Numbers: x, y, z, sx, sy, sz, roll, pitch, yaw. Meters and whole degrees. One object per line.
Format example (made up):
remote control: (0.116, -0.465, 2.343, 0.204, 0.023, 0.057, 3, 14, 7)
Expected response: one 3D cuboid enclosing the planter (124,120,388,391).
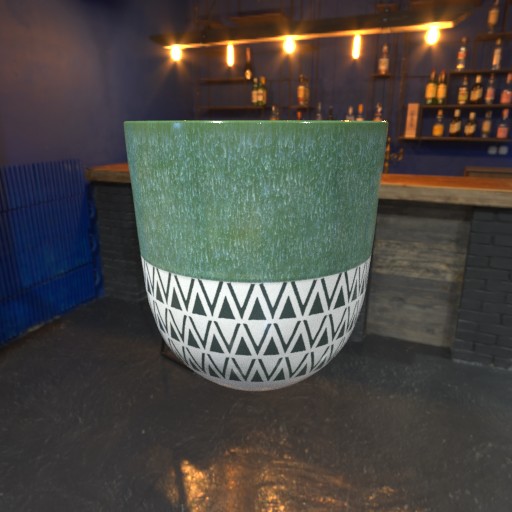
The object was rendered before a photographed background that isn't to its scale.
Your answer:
planter: (0.000, 0.000, 0.369, 0.195, 0.214, 0.195, 0, 17, 0)
